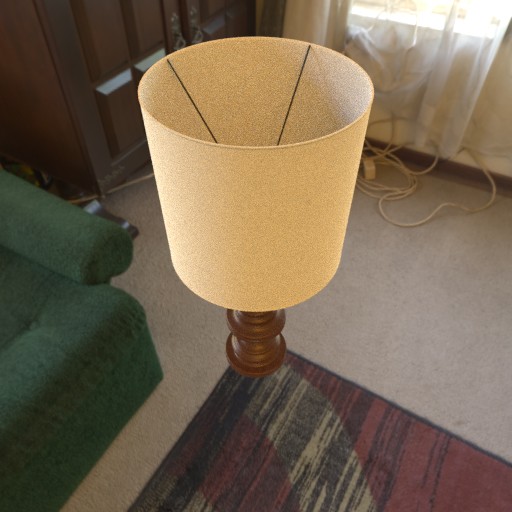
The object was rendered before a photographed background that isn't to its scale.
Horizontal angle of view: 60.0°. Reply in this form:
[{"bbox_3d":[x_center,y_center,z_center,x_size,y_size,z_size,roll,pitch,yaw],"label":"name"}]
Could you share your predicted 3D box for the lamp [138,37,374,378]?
[{"bbox_3d":[0.000,0.000,0.563,0.208,0.455,0.208,9,48,8],"label":"lamp"}]
